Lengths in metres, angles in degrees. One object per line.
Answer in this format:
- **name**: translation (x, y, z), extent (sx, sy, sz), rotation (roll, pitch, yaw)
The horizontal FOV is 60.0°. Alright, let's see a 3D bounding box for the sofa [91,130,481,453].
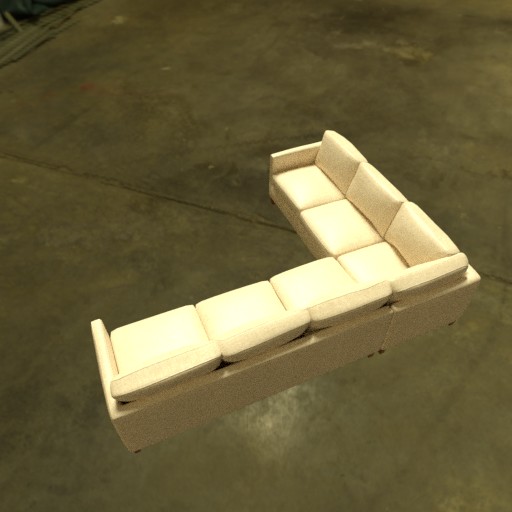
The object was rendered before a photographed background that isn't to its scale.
- **sofa**: translation (0.000, 0.000, 4.451), extent (3.302, 0.947, 2.593), rotation (-17, 48, -16)
